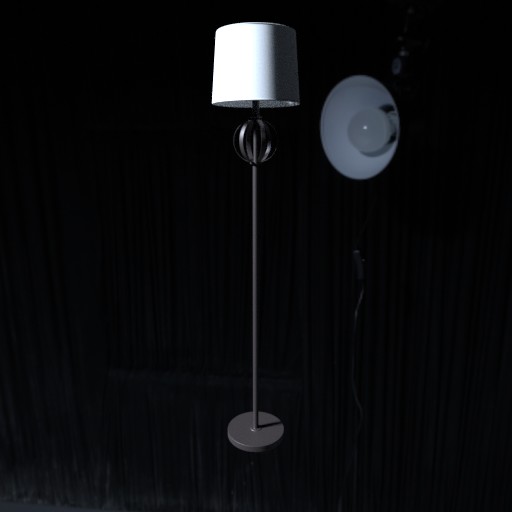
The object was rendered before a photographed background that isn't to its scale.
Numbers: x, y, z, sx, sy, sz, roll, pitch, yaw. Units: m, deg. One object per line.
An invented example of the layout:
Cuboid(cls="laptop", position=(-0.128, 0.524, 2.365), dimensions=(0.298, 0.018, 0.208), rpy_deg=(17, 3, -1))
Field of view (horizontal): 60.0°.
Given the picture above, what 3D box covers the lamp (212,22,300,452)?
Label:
Cuboid(cls="lamp", position=(0.000, 0.000, 1.589), dimensions=(0.286, 1.462, 0.286), rpy_deg=(2, 15, 8))
